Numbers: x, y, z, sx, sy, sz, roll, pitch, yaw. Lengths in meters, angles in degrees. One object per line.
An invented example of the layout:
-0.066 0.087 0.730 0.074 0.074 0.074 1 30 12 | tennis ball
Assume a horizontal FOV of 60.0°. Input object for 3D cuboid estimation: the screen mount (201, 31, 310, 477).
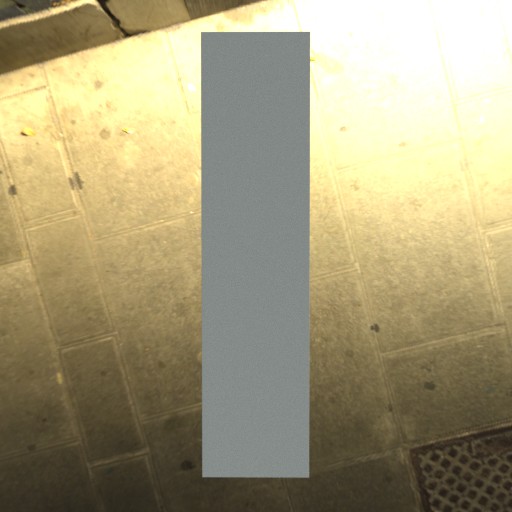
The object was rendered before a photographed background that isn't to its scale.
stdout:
0.000 0.000 1.850 0.399 0.432 1.644 0 92 0 | screen mount
